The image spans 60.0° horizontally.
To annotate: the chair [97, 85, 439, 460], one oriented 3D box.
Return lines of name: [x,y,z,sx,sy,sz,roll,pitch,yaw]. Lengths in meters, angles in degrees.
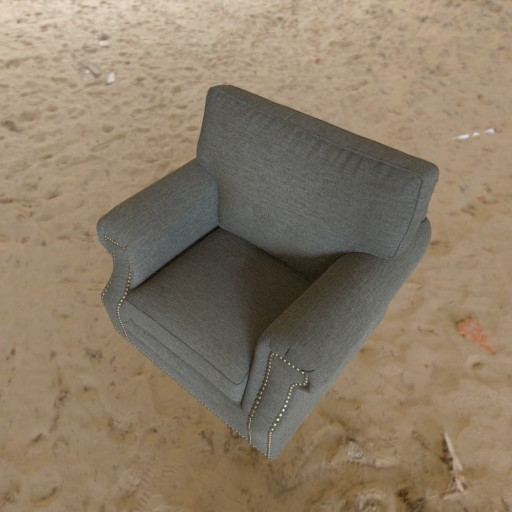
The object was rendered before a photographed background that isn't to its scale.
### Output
chair: [0.000,0.000,1.787,1.092,0.961,0.965,31,53,26]
